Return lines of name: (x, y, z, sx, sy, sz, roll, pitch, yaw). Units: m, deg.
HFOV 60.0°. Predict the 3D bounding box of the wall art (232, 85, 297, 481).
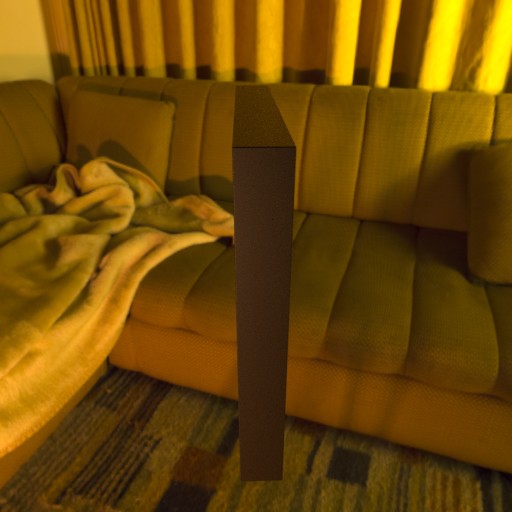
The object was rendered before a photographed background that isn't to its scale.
wall art: (0.000, 0.000, 0.468, 0.038, 0.304, 0.304, -1, 27, -2)
